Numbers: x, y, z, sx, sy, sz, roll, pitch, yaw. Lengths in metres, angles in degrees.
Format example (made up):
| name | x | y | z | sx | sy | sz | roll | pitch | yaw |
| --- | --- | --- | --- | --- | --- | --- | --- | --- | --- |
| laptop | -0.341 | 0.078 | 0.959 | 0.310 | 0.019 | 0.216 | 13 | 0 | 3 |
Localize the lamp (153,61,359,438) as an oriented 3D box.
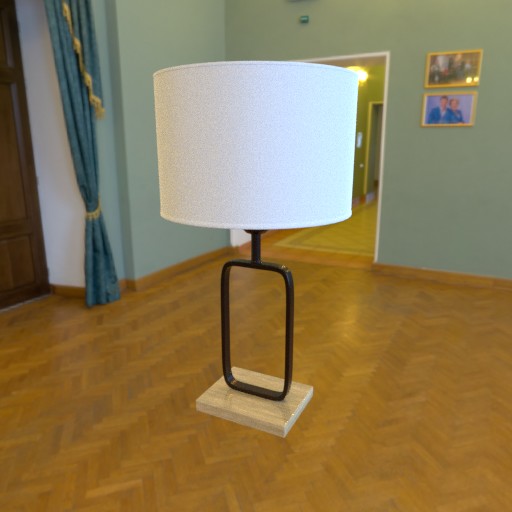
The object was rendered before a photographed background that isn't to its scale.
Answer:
| name | x | y | z | sx | sy | sz | roll | pitch | yaw |
| --- | --- | --- | --- | --- | --- | --- | --- | --- | --- |
| lamp | 0.000 | 0.000 | 0.678 | 0.279 | 0.508 | 0.279 | 7 | 16 | 26 |
